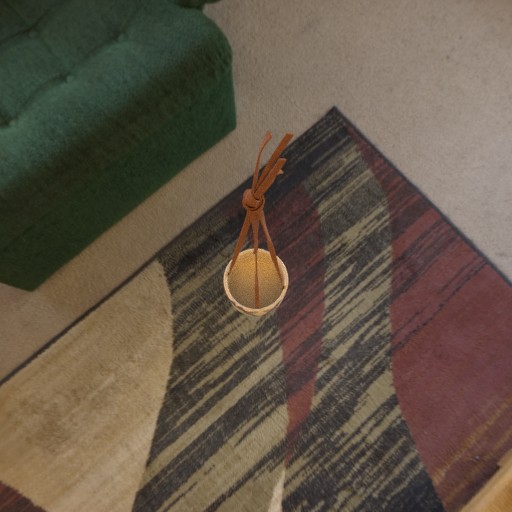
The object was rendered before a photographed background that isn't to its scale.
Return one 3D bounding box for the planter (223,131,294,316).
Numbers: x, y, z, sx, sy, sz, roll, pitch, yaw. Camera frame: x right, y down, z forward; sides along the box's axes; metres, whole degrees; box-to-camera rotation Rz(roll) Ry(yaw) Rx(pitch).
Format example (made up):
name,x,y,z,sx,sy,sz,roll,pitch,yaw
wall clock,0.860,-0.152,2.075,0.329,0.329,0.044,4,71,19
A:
name,x,y,z,sx,sy,sz,roll,pitch,yaw
planter,0.000,0.000,0.815,0.153,0.753,0.157,30,78,7
